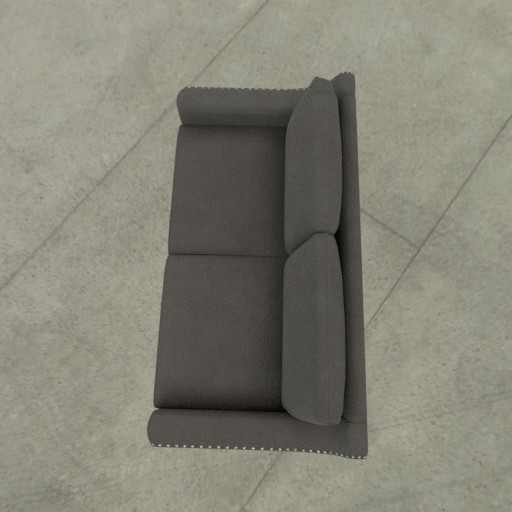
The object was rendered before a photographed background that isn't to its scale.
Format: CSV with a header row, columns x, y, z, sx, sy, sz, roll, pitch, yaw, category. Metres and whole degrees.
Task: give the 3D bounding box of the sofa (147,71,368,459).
x,y,z,sx,sy,sz,roll,pitch,yaw,category
0.000,0.000,3.202,1.336,1.196,2.550,2,74,0,sofa
